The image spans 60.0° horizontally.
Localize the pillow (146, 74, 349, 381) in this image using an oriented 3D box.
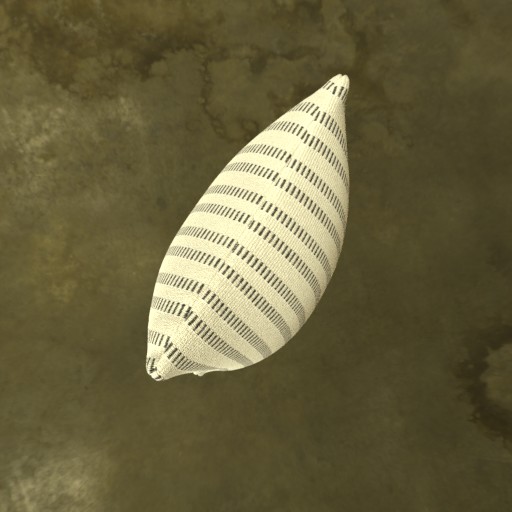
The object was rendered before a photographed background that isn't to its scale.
[{"bbox_3d":[0.000,0.000,0.711,0.247,0.419,0.438,30,78,7],"label":"pillow"}]
